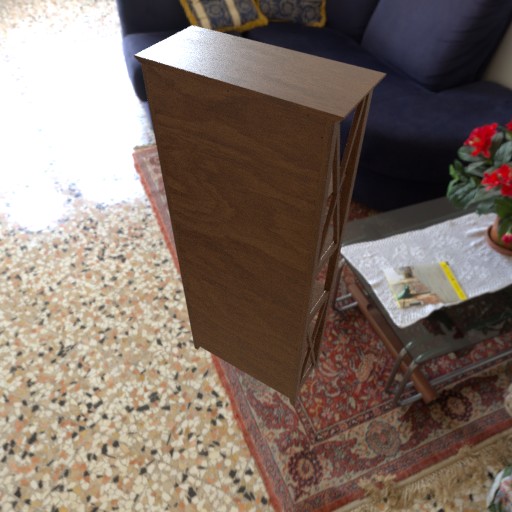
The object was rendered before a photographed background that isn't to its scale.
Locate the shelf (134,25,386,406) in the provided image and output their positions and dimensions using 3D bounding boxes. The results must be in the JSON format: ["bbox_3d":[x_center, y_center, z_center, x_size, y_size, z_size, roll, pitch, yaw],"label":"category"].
[{"bbox_3d":[0.000,0.000,2.201,0.805,1.905,0.335,25,51,21],"label":"shelf"}]
